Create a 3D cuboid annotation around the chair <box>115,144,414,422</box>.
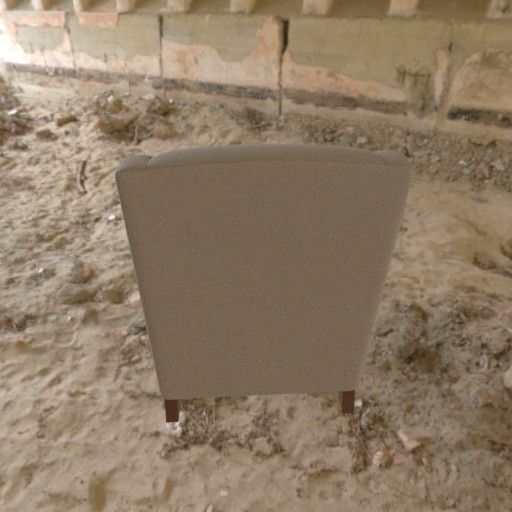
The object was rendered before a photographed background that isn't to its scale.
[{"bbox_3d":[0.000,0.000,1.627,0.715,1.010,0.863,-2,29,-3],"label":"chair"}]
